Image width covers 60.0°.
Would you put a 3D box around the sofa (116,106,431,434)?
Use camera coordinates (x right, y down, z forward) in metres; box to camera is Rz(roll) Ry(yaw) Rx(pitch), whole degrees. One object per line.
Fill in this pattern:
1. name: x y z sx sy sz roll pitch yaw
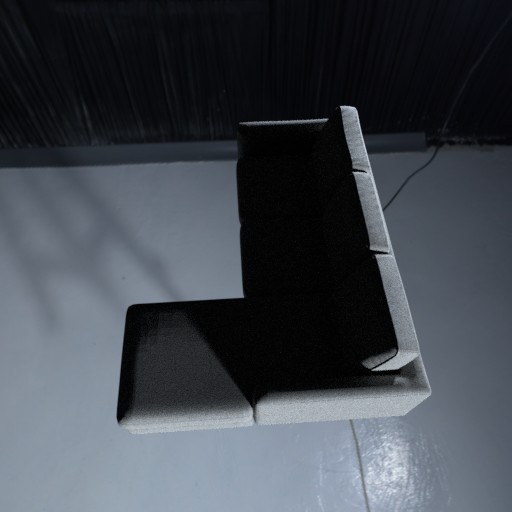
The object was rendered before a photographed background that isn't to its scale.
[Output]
1. sofa: 0.000 0.000 2.941 1.667 0.957 2.055 -3 59 -2
